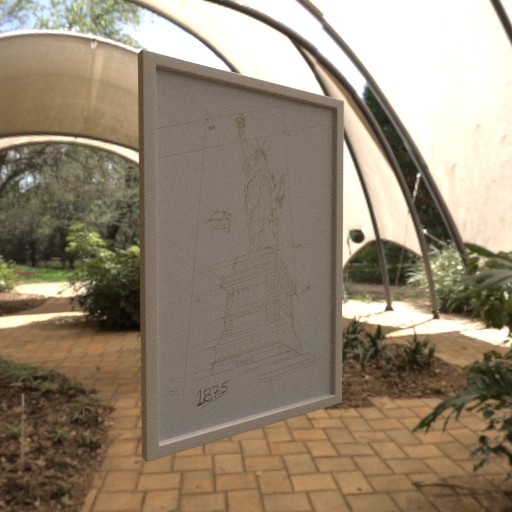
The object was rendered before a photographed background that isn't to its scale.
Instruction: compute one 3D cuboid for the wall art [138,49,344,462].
[{"bbox_3d":[0.000,0.000,1.041,0.556,0.813,0.026,-2,3,-35],"label":"wall art"}]
